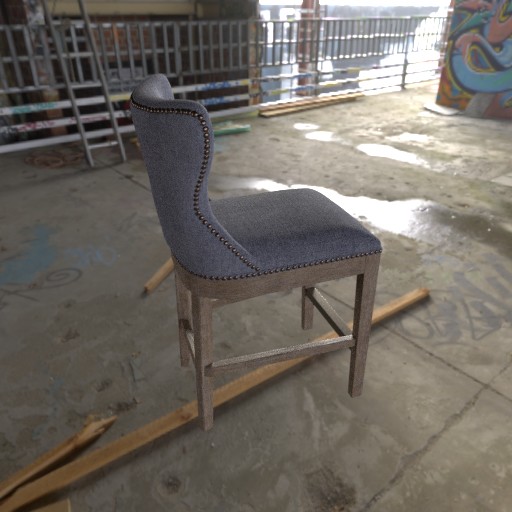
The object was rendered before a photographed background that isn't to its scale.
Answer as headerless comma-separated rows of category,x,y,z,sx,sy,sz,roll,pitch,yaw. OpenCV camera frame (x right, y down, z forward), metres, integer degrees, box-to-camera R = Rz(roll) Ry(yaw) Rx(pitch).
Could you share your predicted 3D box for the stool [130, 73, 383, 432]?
stool,0.000,0.000,1.321,0.608,0.981,0.498,-10,31,-17
